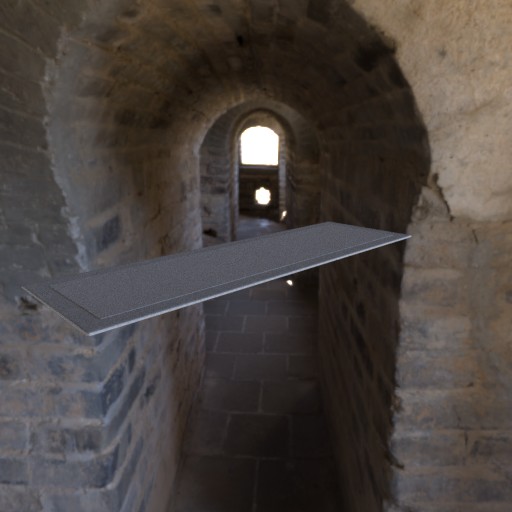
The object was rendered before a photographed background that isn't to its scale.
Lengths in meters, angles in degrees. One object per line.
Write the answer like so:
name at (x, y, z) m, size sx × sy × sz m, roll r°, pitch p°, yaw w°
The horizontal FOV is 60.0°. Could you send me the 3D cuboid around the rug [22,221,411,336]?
rug at (0.000, 0.000, 2.697) m, size 2.430 × 0.012 × 0.759 m, roll -14°, pitch 20°, yaw -42°
